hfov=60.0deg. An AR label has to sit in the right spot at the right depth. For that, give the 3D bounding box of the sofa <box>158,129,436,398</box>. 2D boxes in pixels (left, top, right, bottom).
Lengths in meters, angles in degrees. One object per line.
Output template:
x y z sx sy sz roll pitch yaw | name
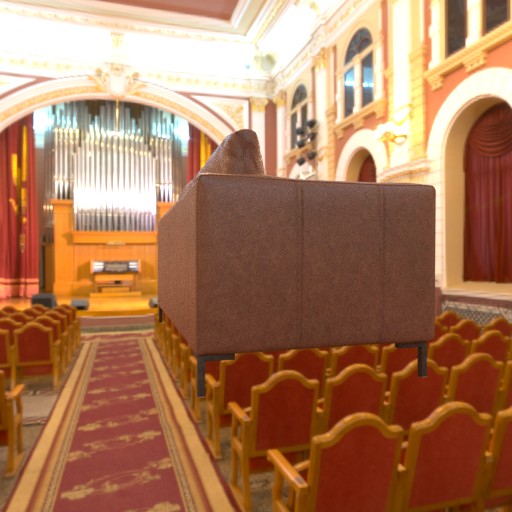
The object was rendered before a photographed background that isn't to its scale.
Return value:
0.000 0.000 2.296 0.899 0.883 1.797 0 0 -17 | sofa
